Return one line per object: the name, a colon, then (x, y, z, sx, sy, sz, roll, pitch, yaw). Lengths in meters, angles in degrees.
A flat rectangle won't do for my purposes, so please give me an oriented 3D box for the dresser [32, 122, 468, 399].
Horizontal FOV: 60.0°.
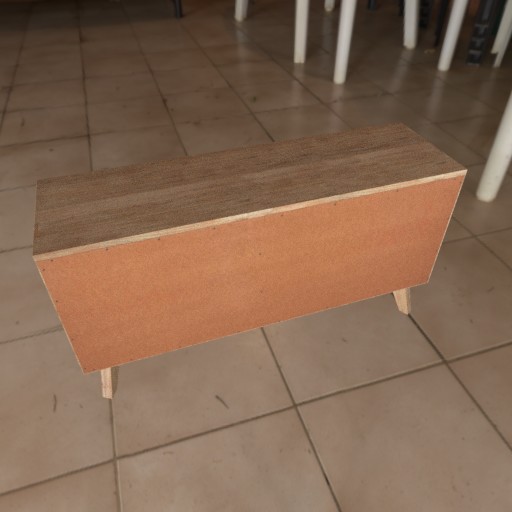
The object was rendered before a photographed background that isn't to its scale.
dresser: (0.000, 0.000, 1.925, 1.554, 0.805, 0.455, -13, 42, -14)
